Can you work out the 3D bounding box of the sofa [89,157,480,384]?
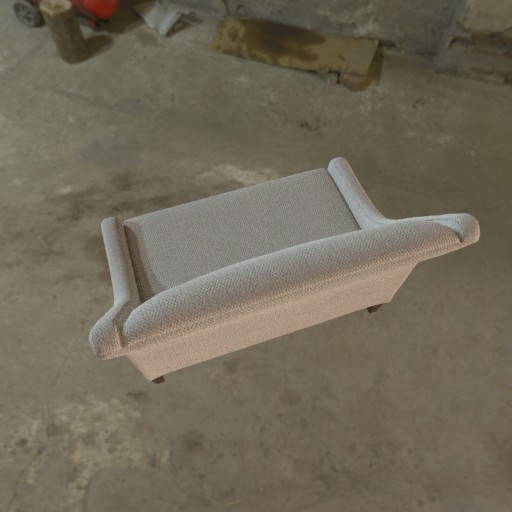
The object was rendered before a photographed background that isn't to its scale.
[{"bbox_3d":[0.000,0.000,1.907,1.242,1.022,0.870,-16,60,-10],"label":"sofa"}]
